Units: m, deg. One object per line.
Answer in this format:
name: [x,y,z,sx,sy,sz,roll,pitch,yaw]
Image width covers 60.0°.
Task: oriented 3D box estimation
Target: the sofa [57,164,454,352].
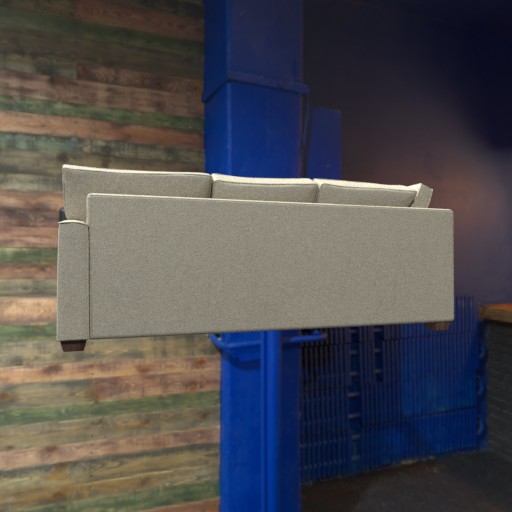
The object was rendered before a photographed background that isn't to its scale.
sofa: [0.000,0.000,2.934,2.323,0.948,1.053,0,-1,-18]
